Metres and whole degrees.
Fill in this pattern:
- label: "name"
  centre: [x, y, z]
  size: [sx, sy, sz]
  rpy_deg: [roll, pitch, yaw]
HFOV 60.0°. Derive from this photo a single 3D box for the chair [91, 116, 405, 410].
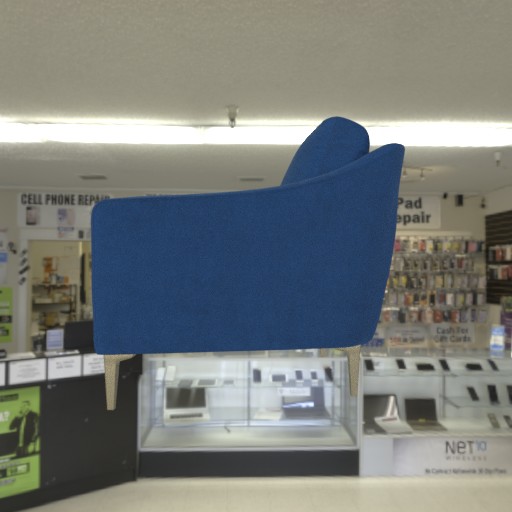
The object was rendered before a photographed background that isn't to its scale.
- label: "chair"
  centre: [0.000, 0.000, 1.718]
  size: [0.961, 0.899, 0.987]
  rpy_deg: [0, -1, -1]
